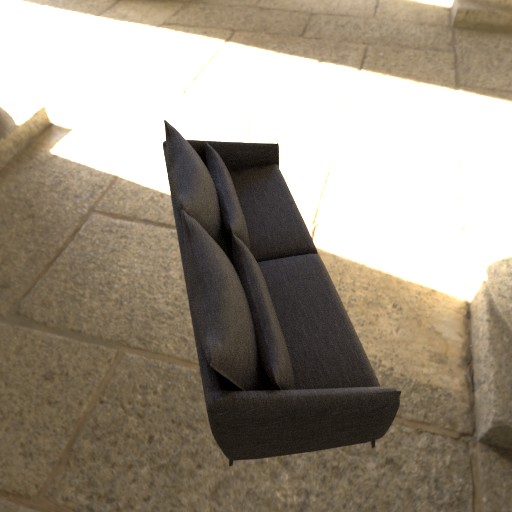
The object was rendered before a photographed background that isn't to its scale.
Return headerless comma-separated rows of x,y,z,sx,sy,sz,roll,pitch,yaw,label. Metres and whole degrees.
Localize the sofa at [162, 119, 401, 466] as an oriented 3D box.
0.000,0.000,2.456,0.807,0.843,2.019,-10,48,-9,sofa
